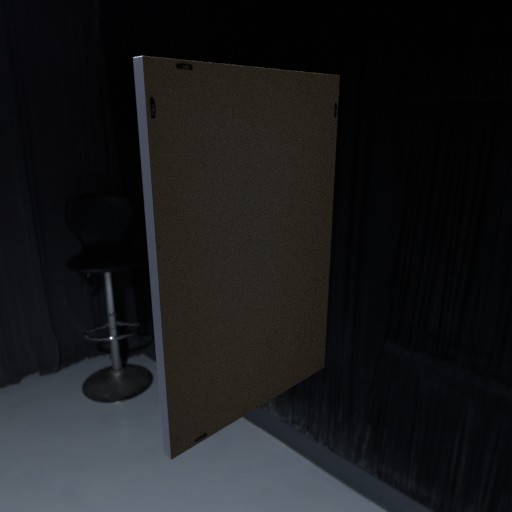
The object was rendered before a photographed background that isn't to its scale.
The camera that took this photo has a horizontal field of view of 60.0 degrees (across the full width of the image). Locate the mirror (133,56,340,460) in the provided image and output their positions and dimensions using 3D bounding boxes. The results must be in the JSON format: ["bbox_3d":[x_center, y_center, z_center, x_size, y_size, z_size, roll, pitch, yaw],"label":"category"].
[{"bbox_3d":[0.000,0.000,1.167,0.609,0.915,0.040,-16,24,-41],"label":"mirror"}]
